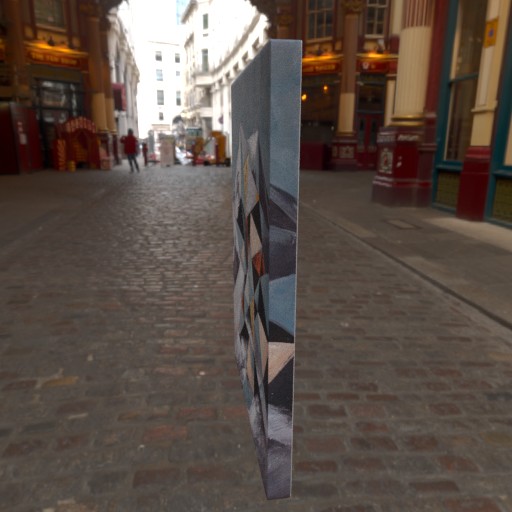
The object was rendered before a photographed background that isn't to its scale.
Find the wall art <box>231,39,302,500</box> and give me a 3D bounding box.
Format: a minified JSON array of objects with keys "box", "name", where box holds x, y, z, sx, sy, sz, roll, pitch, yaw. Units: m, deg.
[{"box":[0.000,0.000,0.780,0.037,0.613,0.455,-2,15,-8],"name":"wall art"}]
